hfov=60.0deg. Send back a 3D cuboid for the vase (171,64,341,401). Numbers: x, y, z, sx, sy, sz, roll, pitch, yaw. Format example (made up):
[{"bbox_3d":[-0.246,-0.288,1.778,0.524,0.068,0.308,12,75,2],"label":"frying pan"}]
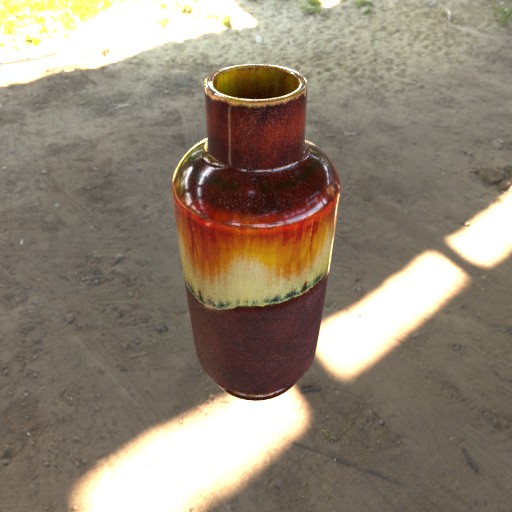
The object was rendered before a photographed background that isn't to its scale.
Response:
[{"bbox_3d":[0.000,0.000,0.333,0.111,0.261,0.111,0,42,0],"label":"vase"}]
